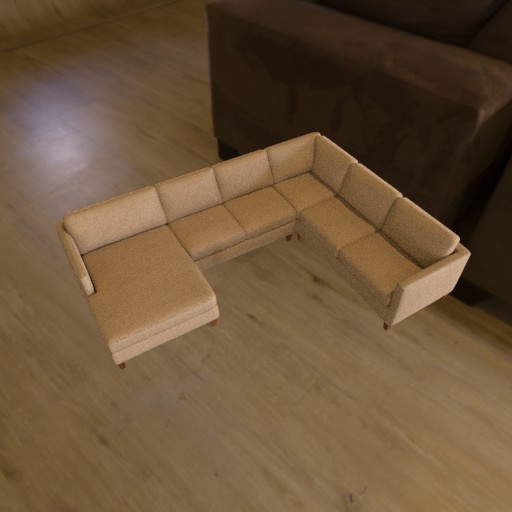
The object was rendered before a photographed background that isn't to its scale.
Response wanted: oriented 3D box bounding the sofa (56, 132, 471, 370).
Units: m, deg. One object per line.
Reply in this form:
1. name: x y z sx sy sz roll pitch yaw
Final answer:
1. sofa: 0.000 0.000 4.609 3.403 0.889 2.551 -23 50 -21
